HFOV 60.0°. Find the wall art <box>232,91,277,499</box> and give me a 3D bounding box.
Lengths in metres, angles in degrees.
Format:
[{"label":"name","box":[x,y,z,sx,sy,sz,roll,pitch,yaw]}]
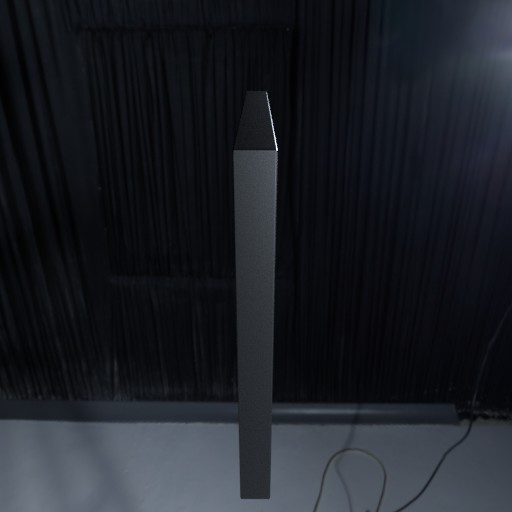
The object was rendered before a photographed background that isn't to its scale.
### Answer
[{"label":"wall art","box":[0.000,0.000,0.521,0.028,0.330,0.380,0,26,0]}]
